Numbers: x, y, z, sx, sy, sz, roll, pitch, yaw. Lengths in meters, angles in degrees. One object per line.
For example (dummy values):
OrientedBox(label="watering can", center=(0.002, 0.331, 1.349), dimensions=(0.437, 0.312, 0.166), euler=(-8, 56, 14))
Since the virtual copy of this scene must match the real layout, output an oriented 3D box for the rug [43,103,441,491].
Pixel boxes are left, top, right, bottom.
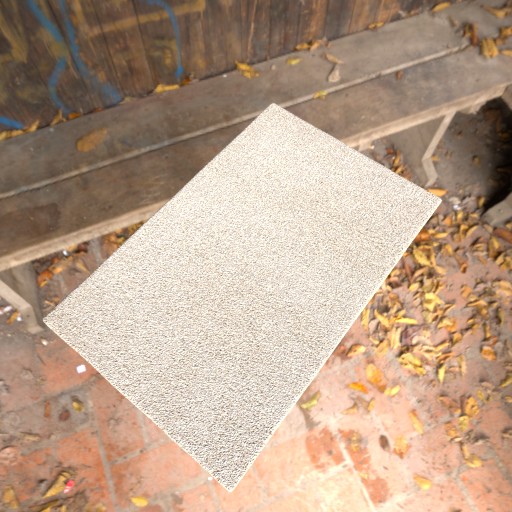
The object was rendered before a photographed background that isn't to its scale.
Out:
OrientedBox(label="rug", center=(0.000, 0.000, 3.444), dimensions=(1.778, 0.030, 2.743), euler=(35, 68, 16))
